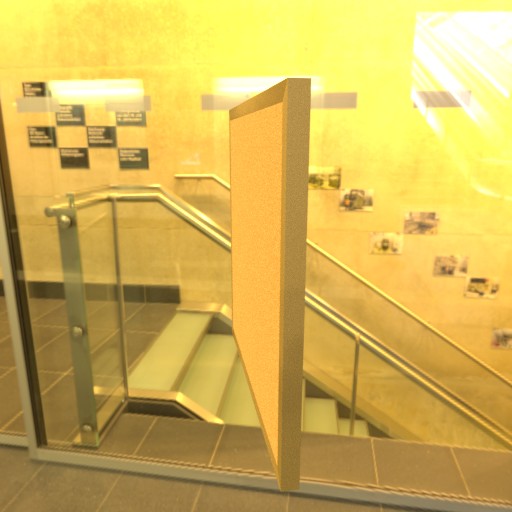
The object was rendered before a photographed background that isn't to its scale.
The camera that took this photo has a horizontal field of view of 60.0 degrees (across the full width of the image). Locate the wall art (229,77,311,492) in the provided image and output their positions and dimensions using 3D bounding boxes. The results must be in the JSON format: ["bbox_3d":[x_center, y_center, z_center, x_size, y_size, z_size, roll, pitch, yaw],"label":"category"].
[{"bbox_3d":[0.000,0.000,1.142,0.038,0.762,0.762,-3,15,-10],"label":"wall art"}]
